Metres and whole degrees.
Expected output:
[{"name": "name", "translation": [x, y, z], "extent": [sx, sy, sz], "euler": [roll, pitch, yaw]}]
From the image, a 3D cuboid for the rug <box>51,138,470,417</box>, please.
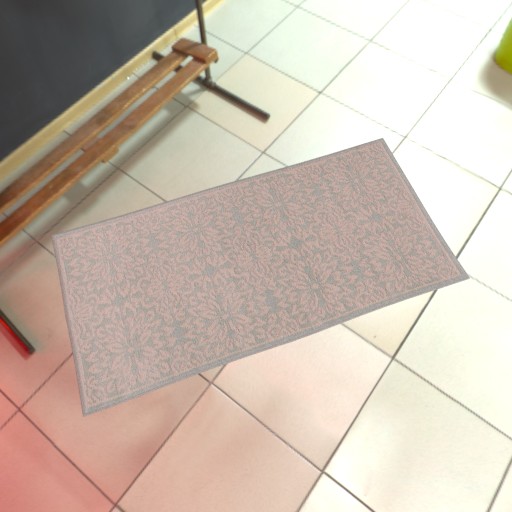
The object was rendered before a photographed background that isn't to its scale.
[{"name": "rug", "translation": [0.000, 0.000, 1.426], "extent": [1.219, 0.007, 0.604], "euler": [-18, 65, -9]}]
